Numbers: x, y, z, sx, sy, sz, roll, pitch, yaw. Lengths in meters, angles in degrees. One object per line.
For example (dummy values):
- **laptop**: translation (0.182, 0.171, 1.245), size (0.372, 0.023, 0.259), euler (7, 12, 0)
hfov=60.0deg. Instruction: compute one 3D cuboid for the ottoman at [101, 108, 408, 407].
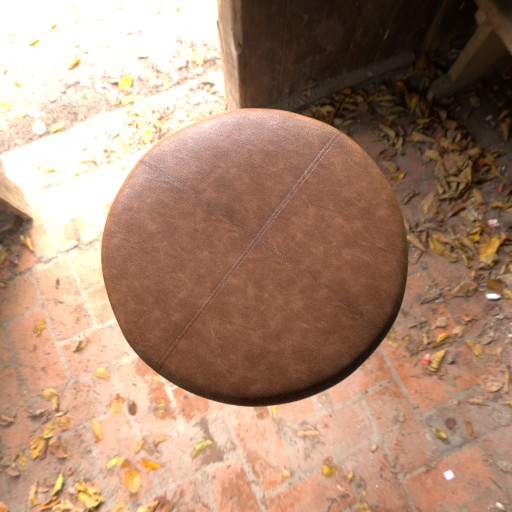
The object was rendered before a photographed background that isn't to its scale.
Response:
- **ottoman**: translation (0.000, 0.000, 1.585), size (1.006, 0.445, 1.006), euler (0, 76, 0)
